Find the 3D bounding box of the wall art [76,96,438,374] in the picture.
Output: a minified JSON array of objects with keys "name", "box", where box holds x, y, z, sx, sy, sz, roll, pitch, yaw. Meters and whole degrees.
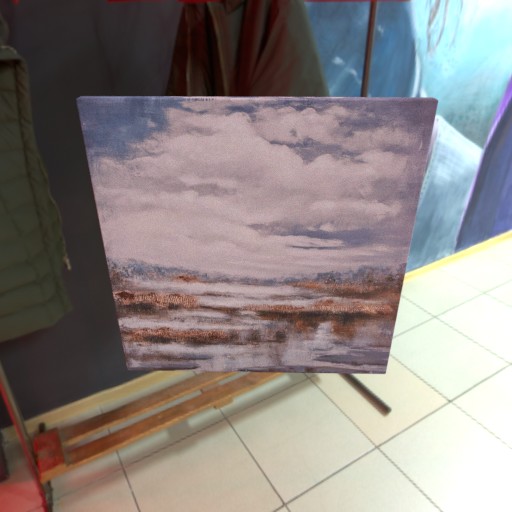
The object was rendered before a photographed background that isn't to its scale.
[{"name":"wall art","box":[0.000,0.000,1.497,1.010,1.020,0.040,1,29,1]}]
